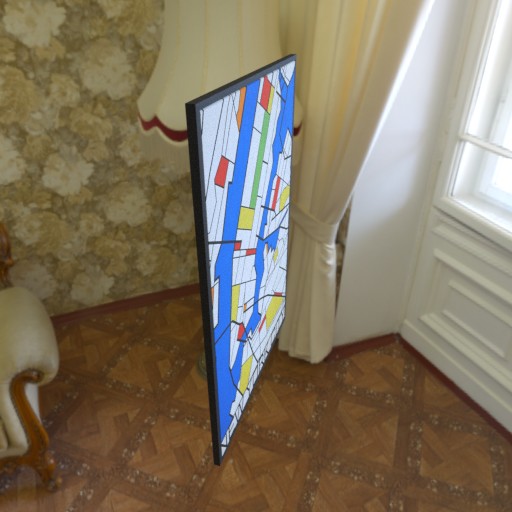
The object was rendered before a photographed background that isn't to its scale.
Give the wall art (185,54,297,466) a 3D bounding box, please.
[{"bbox_3d":[0.000,0.000,0.852,0.013,0.660,0.460,10,33,16],"label":"wall art"}]
